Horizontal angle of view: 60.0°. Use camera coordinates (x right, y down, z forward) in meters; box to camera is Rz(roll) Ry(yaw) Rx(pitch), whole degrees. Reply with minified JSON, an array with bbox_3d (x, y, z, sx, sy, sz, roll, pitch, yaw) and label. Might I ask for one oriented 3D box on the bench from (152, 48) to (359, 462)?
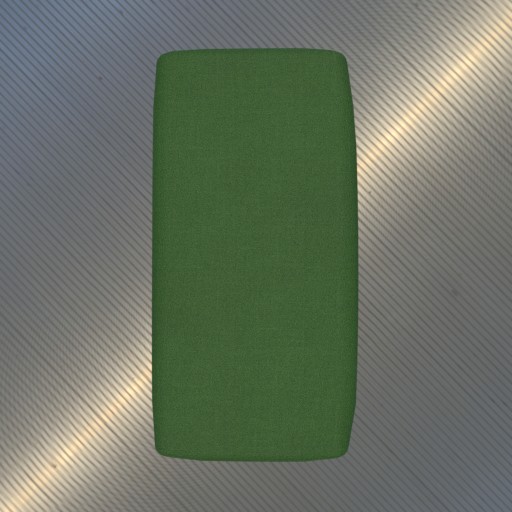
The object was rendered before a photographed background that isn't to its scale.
[{"bbox_3d":[0.000,0.000,1.276,0.505,0.501,0.989,0,89,1],"label":"bench"}]
